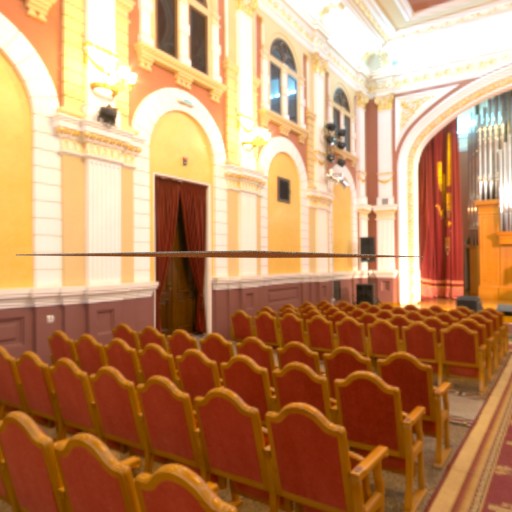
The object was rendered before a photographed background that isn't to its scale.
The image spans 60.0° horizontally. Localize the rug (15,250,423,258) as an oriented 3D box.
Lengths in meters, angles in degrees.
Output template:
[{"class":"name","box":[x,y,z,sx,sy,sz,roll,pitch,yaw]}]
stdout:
[{"class":"rug","box":[0.000,0.000,2.856,1.521,0.006,2.283,0,-1,34]}]
